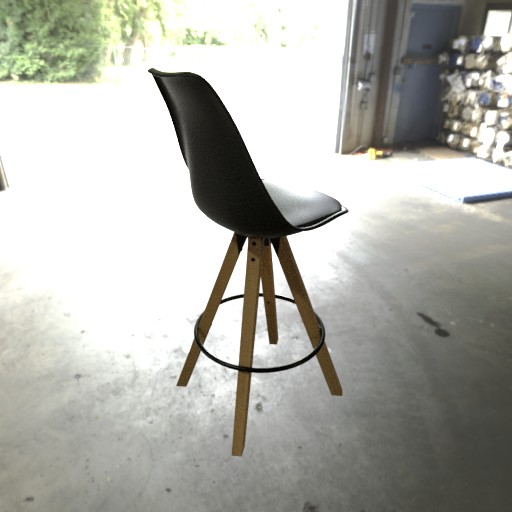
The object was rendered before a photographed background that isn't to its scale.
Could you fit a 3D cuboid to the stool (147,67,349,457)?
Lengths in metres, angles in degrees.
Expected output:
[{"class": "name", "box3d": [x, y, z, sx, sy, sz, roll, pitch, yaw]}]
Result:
[{"class": "stool", "box3d": [0.000, 0.000, 1.411, 0.550, 1.115, 0.485, -18, 31, -32]}]
